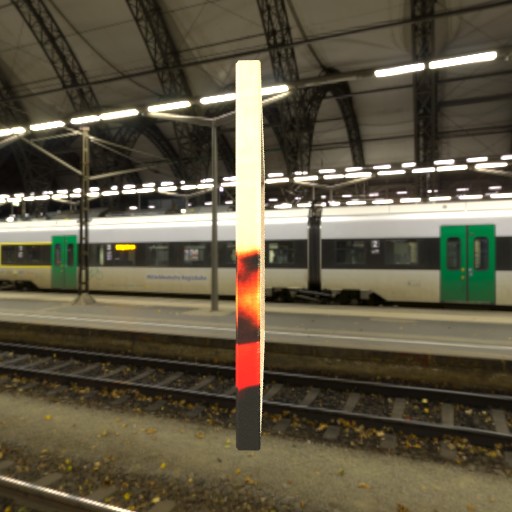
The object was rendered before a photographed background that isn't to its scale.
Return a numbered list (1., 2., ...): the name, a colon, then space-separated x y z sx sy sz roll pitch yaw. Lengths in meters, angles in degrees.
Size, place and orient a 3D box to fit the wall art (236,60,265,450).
1. wall art: 0.000 0.000 1.141 0.038 0.602 0.918 0 0 2
